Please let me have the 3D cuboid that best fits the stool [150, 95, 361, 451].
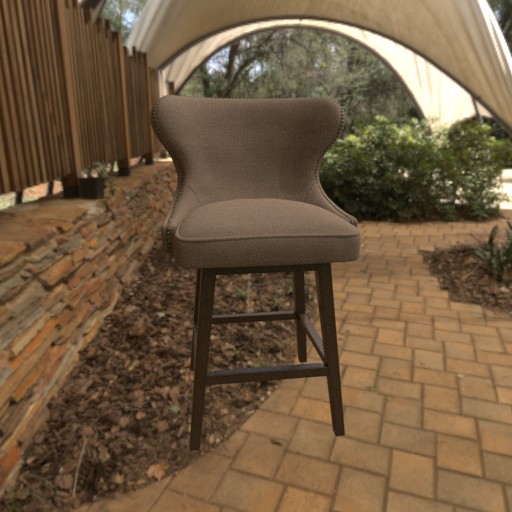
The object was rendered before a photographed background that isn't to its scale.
[{"bbox_3d":[0.000,0.000,1.390,0.615,0.972,0.597,-2,16,-8],"label":"stool"}]
